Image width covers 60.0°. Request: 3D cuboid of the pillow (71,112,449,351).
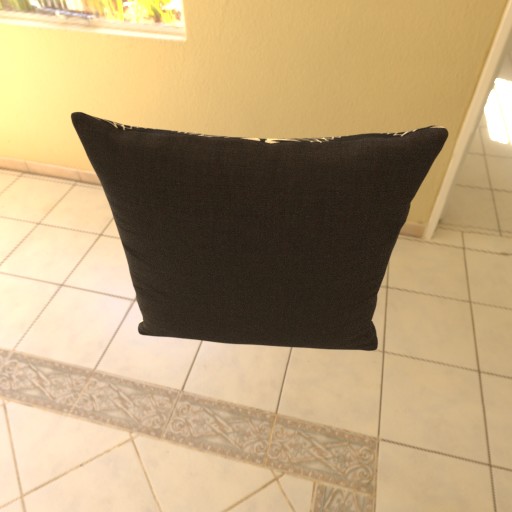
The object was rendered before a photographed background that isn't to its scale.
[{"bbox_3d":[0.000,0.000,0.651,0.432,0.432,0.139,3,45,3],"label":"pillow"}]
